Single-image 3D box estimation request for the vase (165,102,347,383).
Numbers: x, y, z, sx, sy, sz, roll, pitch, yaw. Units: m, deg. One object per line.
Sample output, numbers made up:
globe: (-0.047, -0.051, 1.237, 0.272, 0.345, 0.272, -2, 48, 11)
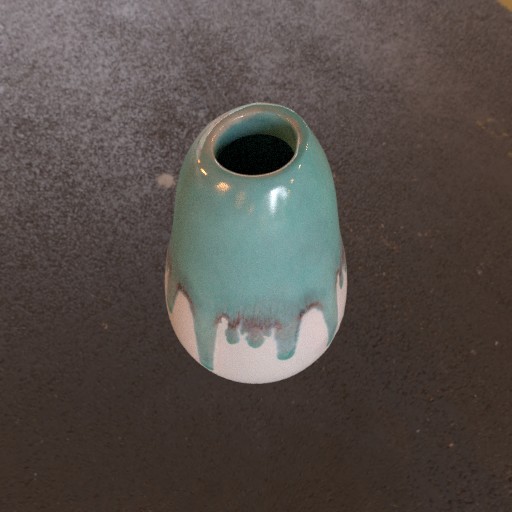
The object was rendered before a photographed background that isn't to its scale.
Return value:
vase: (0.000, 0.000, 0.256, 0.116, 0.179, 0.116, 0, 57, 0)
